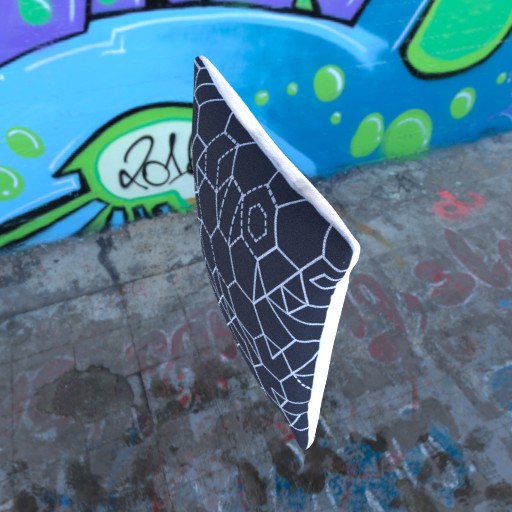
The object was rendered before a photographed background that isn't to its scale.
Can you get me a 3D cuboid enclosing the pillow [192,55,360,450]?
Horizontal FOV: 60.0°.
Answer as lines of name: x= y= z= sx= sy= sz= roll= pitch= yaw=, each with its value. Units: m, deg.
pillow: x=0.000 y=0.000 z=0.779 sx=0.158 sy=0.508 sz=0.517 roll=-16 pitch=48 yaw=-16
